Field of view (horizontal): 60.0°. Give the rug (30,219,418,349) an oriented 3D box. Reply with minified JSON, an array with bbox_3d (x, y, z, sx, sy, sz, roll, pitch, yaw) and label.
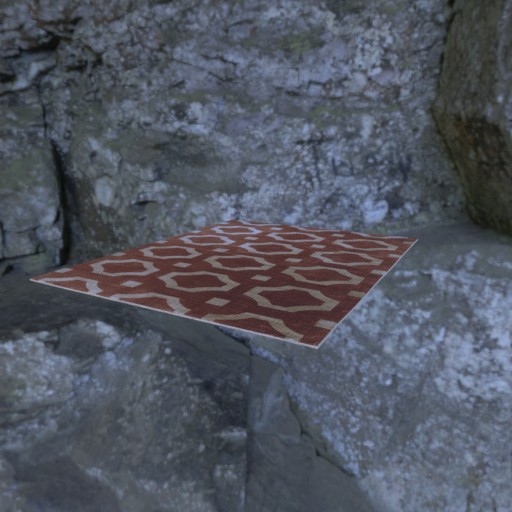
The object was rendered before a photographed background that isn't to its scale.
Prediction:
[{"bbox_3d":[0.000,0.000,4.260,2.466,0.021,3.049,8,17,28],"label":"rug"}]
